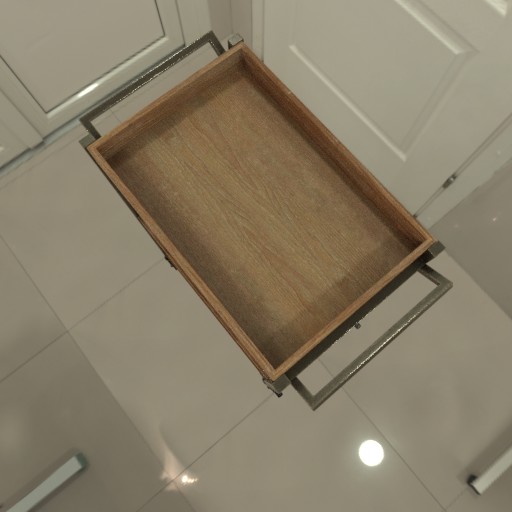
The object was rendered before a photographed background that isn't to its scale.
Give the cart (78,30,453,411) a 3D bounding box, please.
[{"bbox_3d":[0.000,0.000,1.171,0.377,0.835,0.673,-38,78,-10],"label":"cart"}]
